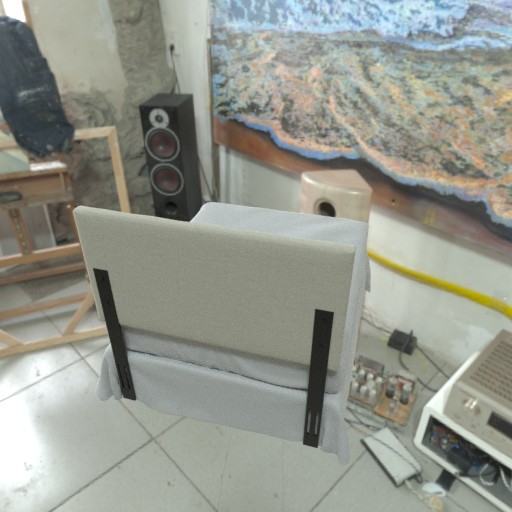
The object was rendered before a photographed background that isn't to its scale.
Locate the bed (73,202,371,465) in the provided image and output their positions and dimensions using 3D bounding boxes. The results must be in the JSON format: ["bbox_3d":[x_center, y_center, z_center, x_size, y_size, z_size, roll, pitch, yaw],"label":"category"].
[{"bbox_3d":[0.000,0.000,3.605,1.936,1.577,2.222,9,33,14],"label":"bed"}]
